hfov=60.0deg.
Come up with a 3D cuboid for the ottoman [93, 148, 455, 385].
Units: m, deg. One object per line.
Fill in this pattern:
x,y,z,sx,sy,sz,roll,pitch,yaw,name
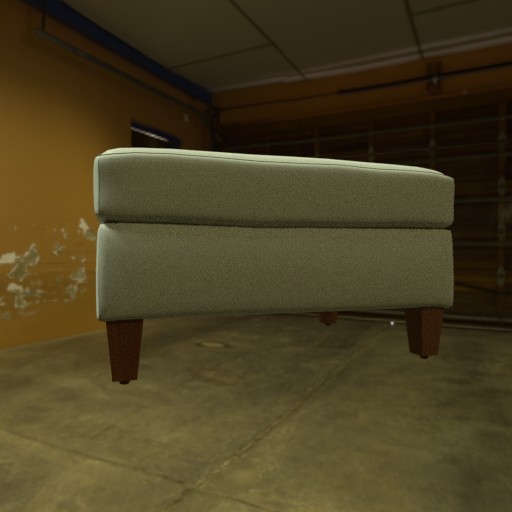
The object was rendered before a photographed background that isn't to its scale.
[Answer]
0.000,0.000,1.220,0.818,0.496,0.634,0,0,-17,ottoman
